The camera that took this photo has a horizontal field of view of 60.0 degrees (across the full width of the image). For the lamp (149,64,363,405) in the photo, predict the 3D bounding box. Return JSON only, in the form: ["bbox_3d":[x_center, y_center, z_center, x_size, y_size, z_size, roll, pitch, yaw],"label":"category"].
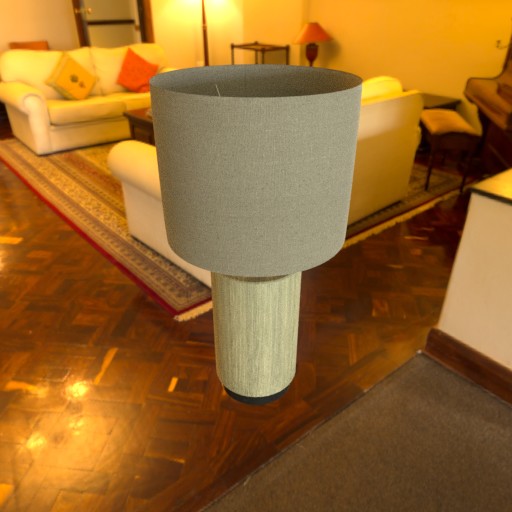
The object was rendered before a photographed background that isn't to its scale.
[{"bbox_3d":[0.000,0.000,0.589,0.228,0.444,0.228,1,30,2],"label":"lamp"}]
